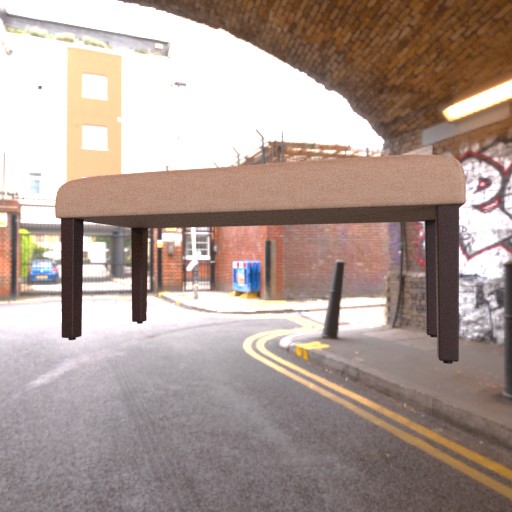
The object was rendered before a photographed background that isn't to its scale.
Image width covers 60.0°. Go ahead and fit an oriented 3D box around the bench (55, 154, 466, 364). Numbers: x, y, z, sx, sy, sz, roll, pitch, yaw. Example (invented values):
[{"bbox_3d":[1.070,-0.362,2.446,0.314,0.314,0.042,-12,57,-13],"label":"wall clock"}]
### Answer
[{"bbox_3d":[0.000,0.000,1.233,1.013,0.456,0.407,0,-1,17],"label":"bench"}]
